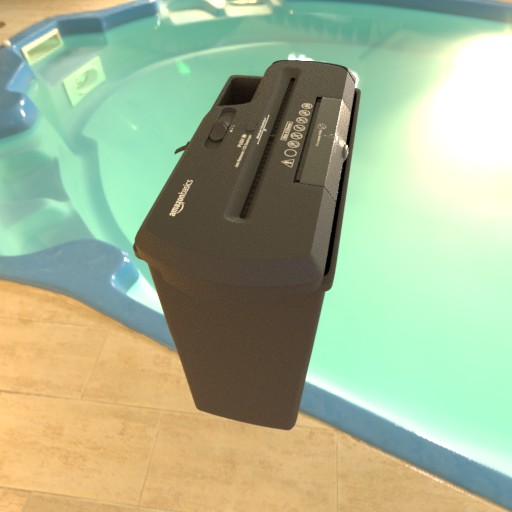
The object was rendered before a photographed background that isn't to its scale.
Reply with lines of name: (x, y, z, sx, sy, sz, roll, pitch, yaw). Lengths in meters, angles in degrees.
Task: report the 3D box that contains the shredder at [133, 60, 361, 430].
shredder: (0.000, 0.000, 0.504, 0.170, 0.335, 0.320, 10, 49, 9)
